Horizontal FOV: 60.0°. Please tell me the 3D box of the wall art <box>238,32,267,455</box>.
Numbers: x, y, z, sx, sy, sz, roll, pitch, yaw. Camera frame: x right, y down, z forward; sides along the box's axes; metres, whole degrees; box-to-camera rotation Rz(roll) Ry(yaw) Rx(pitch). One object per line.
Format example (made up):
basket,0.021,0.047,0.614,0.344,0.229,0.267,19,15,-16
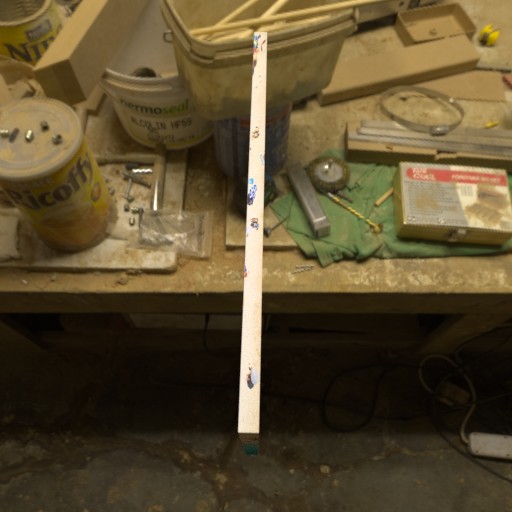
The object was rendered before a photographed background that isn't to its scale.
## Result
wall art,0.000,0.000,1.430,0.040,0.769,1.136,1,63,1
